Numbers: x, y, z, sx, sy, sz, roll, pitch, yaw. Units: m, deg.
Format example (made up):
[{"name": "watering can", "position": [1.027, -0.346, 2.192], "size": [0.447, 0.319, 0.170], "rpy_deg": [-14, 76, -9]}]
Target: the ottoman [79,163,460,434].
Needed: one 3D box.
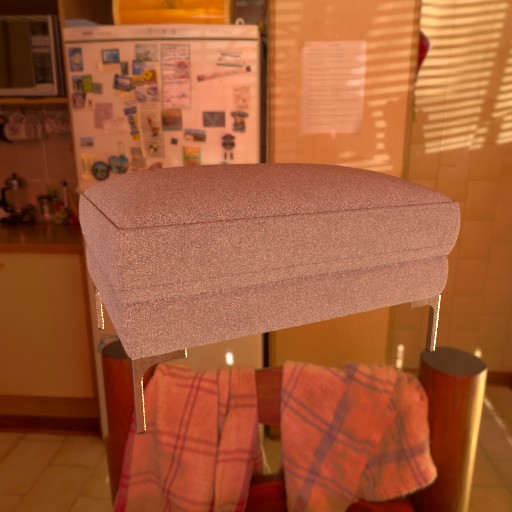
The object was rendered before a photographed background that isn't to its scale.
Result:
[{"name": "ottoman", "position": [0.000, 0.000, 1.143], "size": [0.785, 0.464, 0.583], "rpy_deg": [-7, 16, -26]}]
